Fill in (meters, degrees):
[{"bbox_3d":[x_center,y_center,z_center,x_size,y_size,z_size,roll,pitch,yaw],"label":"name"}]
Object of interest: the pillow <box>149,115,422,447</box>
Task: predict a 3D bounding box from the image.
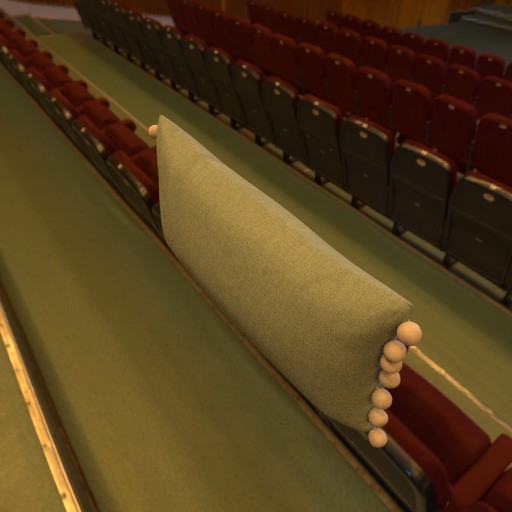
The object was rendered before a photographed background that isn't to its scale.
[{"bbox_3d":[0.000,0.000,0.823,0.201,0.322,0.709,-26,47,-27],"label":"pillow"}]
